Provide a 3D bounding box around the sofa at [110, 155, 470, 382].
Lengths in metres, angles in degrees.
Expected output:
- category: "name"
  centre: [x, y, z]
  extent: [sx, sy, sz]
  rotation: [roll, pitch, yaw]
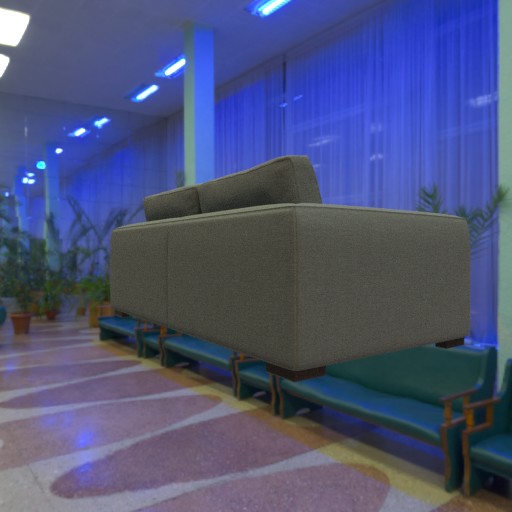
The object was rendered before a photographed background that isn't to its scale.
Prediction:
- category: "sofa"
  centre: [0.000, 0.000, 2.463]
  extent: [1.069, 0.800, 1.920]
  rotation: [0, 1, -35]
